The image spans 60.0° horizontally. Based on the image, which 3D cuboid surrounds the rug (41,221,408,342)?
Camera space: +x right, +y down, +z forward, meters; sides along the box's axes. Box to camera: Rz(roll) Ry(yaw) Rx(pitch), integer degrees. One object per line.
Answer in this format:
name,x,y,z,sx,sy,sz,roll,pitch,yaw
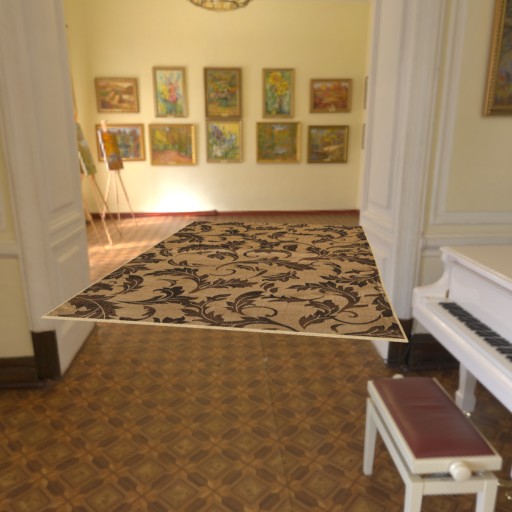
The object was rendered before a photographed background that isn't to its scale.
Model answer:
rug,0.000,0.000,2.868,1.522,0.008,2.284,2,15,8
